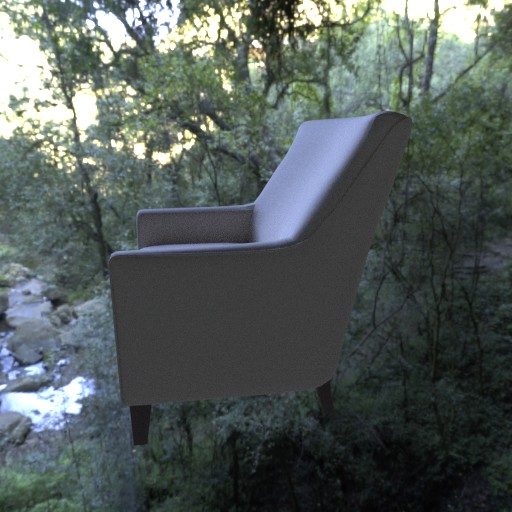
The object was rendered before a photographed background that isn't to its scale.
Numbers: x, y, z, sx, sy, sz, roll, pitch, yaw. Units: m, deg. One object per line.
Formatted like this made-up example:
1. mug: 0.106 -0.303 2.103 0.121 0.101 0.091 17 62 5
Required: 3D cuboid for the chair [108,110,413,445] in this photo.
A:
1. chair: 0.000 0.000 1.518 0.879 0.916 0.756 -2 15 -9
